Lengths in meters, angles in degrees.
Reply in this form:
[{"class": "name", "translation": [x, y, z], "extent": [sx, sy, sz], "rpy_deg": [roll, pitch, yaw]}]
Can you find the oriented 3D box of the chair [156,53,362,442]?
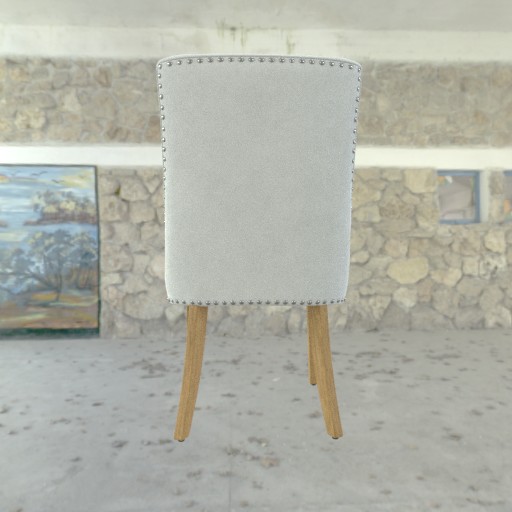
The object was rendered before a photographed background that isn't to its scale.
[{"class": "chair", "translation": [0.000, 0.000, 1.260], "extent": [0.495, 0.902, 0.610], "rpy_deg": [0, 0, -2]}]
